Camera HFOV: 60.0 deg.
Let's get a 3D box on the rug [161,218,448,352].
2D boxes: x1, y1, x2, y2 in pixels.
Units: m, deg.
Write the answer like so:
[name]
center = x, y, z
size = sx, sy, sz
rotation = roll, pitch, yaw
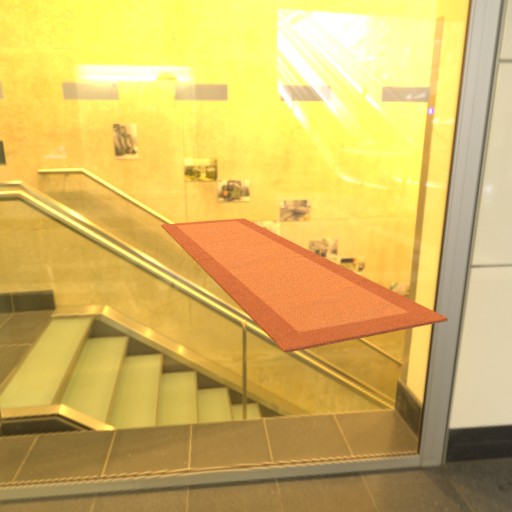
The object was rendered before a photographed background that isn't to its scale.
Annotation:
[rug]
center = 0.000, 0.000, 2.793
size = 0.914, 0.013, 2.471
rotation = -7, 17, -25
